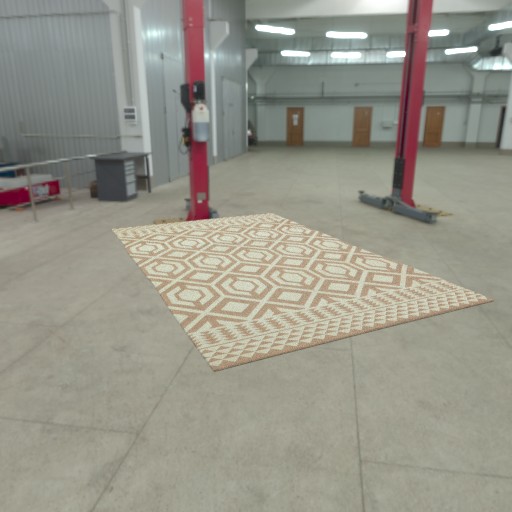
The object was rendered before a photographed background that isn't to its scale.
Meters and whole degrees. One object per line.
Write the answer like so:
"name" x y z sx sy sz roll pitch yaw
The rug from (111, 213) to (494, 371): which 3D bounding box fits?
"rug" 0.000 0.000 2.981 1.526 0.011 2.435 -8 19 -25
